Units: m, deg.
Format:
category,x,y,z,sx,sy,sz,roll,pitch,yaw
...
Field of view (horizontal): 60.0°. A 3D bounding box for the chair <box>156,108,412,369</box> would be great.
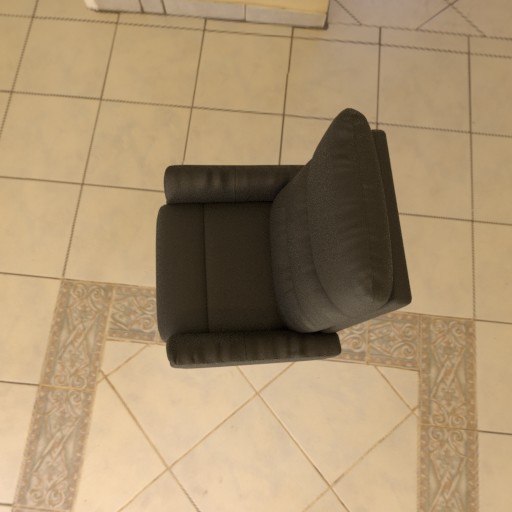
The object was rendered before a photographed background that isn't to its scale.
category,x,y,z,sx,sy,sz,roll,pitch,yaw
chair,0.000,0.000,1.666,0.831,1.082,0.775,-4,75,-1
